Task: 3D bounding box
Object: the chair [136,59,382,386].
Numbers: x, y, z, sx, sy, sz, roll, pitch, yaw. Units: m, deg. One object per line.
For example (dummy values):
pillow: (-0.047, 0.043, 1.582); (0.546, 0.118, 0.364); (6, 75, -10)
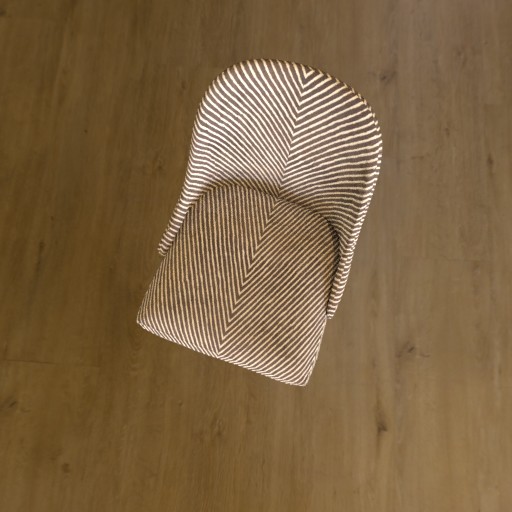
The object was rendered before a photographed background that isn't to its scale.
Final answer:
chair: (0.000, 0.000, 1.226); (0.504, 0.883, 0.591); (20, 77, 5)
